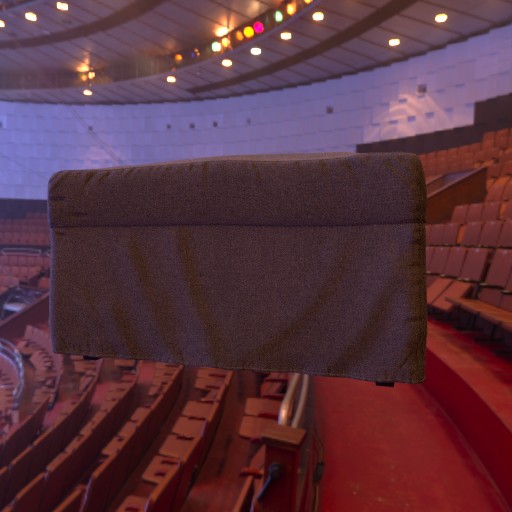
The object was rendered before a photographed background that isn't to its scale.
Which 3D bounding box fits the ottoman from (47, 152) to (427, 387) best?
[{"bbox_3d":[0.000,0.000,1.205,0.833,0.492,0.652,0,1,17],"label":"ottoman"}]
